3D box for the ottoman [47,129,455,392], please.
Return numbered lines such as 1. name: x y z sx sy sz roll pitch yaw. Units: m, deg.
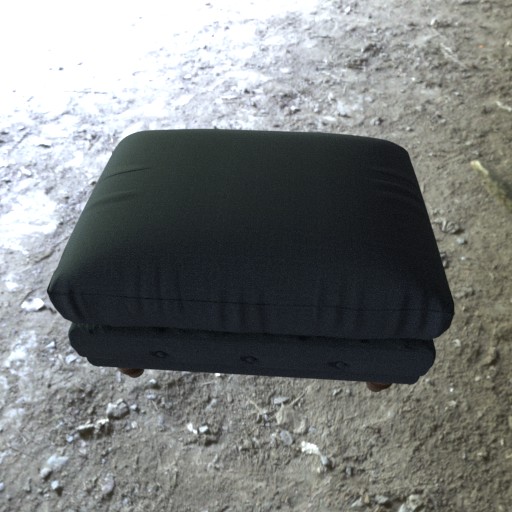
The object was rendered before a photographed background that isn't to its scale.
1. ottoman: 0.000 0.000 1.100 0.767 0.486 0.558 3 47 2
